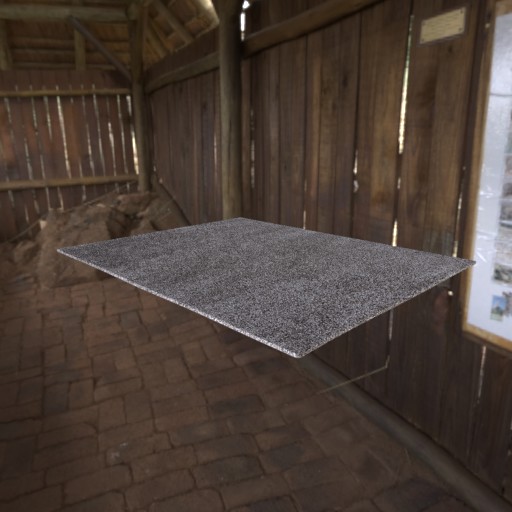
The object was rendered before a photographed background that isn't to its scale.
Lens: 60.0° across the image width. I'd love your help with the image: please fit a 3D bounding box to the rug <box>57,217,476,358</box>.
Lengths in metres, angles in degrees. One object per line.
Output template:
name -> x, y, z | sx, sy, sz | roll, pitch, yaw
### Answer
rug -> 0.000, 0.000, 4.033 | 2.401, 0.025, 3.000 | -15, 21, -43
